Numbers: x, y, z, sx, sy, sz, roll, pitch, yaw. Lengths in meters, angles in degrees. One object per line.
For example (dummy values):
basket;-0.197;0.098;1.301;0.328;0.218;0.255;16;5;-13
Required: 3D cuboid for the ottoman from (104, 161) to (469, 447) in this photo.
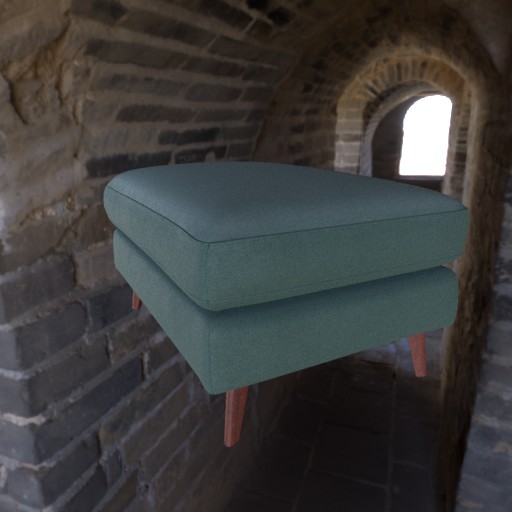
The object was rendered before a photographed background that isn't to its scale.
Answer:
ottoman;0.000;0.000;1.135;0.608;0.449;0.811;-9;19;-27
